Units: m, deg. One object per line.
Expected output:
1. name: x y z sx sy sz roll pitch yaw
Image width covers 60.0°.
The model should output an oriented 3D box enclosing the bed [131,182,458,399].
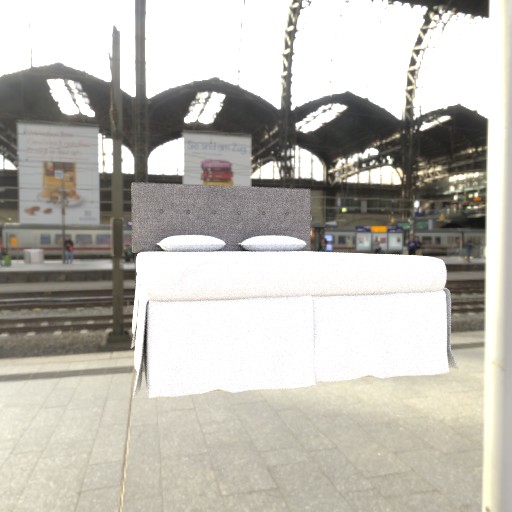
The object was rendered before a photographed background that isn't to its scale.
1. bed: 0.000 0.000 2.966 1.621 1.168 1.958 0 2 -16
